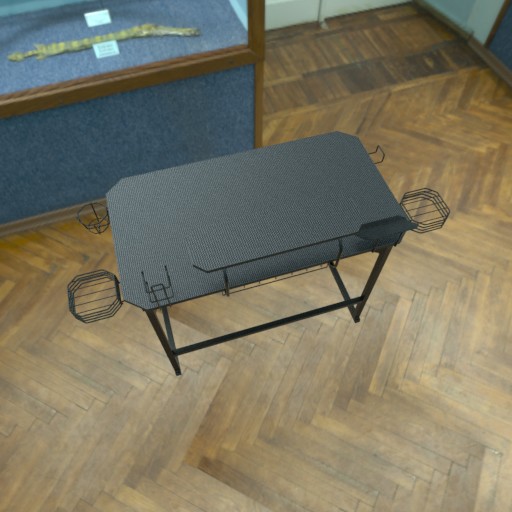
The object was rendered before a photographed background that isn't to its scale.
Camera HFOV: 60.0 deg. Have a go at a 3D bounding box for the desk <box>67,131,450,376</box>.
[{"bbox_3d":[0.000,0.000,1.764,1.290,0.880,0.580,-15,59,-9],"label":"desk"}]
